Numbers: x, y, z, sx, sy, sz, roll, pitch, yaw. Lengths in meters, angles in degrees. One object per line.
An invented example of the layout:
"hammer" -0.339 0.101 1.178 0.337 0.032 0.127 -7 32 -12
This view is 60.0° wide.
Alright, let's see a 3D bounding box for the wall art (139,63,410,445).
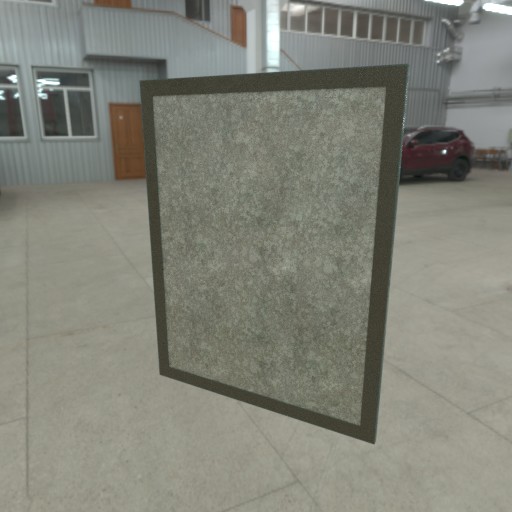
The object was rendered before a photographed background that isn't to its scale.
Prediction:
"wall art" 0.000 0.000 1.285 0.767 0.983 0.030 9 18 27
